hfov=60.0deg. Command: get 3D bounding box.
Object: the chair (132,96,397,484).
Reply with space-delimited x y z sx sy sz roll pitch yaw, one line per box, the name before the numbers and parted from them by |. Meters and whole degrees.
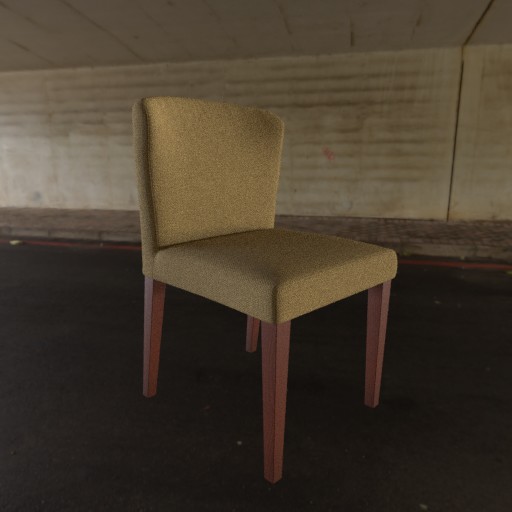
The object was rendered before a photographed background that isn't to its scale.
chair | 0.000 0.000 1.181 0.589 0.839 0.491 13 18 43
